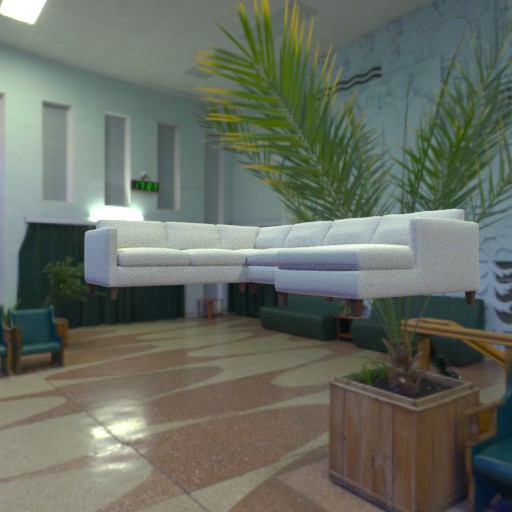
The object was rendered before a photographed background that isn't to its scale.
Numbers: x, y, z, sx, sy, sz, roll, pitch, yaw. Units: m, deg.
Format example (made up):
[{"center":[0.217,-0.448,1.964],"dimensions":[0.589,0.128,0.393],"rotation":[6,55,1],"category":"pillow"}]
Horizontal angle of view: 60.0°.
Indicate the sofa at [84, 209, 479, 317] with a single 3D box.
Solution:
[{"center":[0.000,0.000,4.430],"dimensions":[2.551,0.853,3.238],"rotation":[0,0,-35],"category":"sofa"}]
